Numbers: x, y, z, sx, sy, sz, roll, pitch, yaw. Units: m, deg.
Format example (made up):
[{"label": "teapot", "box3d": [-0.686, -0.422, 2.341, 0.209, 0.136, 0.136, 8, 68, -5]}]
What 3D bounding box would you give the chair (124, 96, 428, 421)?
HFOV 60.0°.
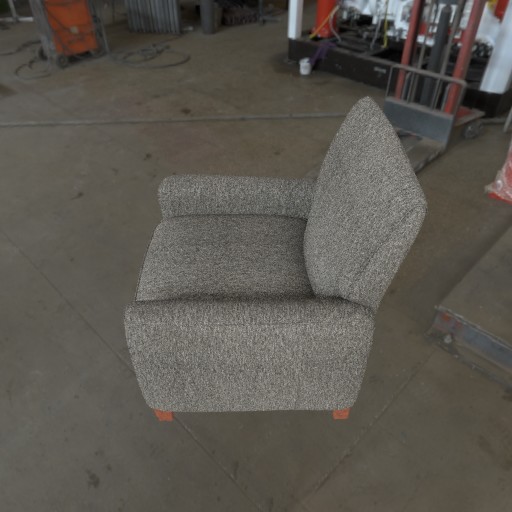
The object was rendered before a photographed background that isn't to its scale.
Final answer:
[{"label": "chair", "box3d": [0.000, 0.000, 1.639, 0.864, 1.014, 0.848, 0, 41, 0]}]
